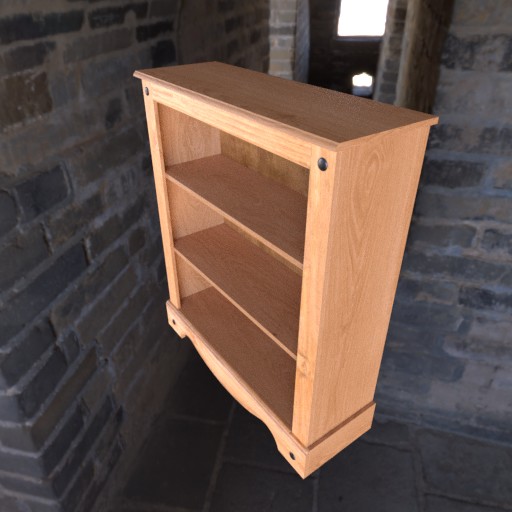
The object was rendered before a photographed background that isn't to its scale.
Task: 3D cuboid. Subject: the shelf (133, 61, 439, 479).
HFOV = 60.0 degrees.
[{"bbox_3d":[0.000,0.000,1.363,0.291,0.980,0.840,-22,38,-30],"label":"shelf"}]
